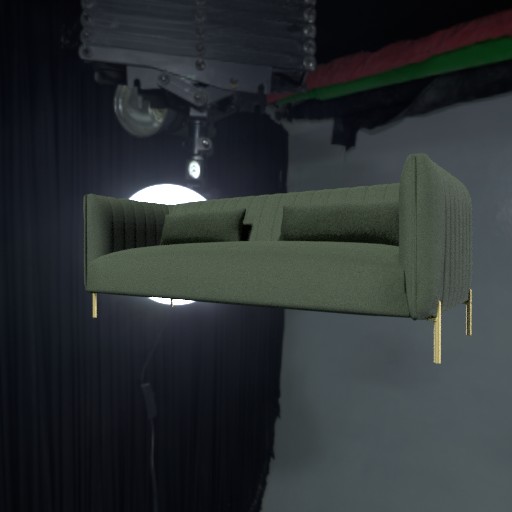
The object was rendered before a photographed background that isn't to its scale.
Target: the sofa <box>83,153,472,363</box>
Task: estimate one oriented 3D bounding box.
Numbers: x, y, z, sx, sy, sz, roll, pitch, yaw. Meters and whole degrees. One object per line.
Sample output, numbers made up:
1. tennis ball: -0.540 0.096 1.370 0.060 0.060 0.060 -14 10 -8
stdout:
1. sofa: 0.000 0.000 2.518 2.137 0.793 0.896 0 0 35
